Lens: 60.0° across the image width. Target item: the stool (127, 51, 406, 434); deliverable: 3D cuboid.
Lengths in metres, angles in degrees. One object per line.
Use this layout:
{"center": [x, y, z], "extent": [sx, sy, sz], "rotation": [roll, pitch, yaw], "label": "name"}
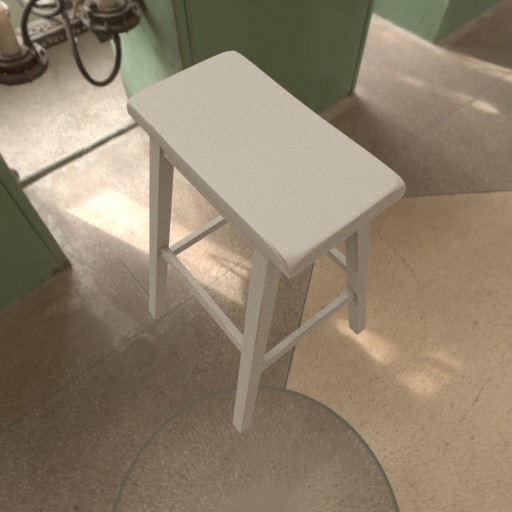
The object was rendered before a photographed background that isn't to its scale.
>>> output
{"center": [0.000, 0.000, 1.039], "extent": [0.476, 0.737, 0.457], "rotation": [-34, 64, -20], "label": "stool"}
